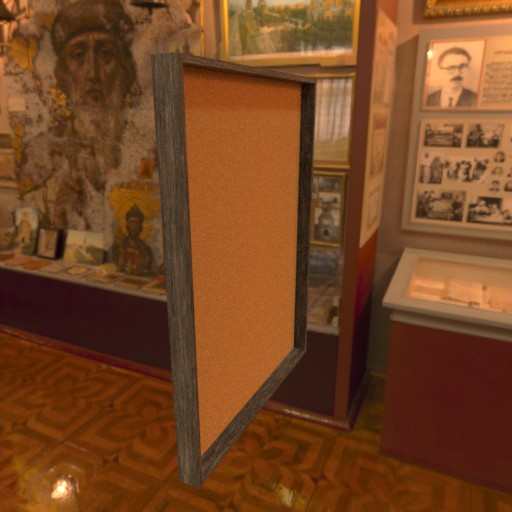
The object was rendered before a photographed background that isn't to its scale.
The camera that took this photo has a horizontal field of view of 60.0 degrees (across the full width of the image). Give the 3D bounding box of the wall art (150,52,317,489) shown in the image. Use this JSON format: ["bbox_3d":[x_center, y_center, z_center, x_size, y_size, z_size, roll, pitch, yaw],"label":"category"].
[{"bbox_3d":[0.000,0.000,1.306,0.063,1.016,0.762,9,20,25],"label":"wall art"}]
